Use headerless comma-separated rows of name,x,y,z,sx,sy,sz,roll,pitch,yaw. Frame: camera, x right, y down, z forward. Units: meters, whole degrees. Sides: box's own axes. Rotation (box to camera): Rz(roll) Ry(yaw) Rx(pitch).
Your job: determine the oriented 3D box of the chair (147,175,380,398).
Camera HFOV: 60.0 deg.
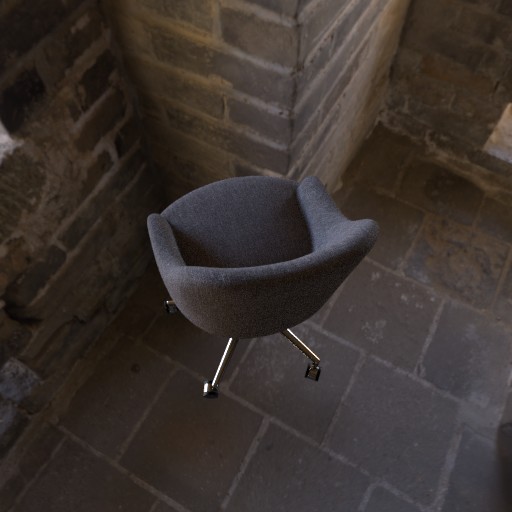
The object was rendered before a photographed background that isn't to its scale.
chair,0.000,0.000,1.390,0.671,0.950,0.712,-15,59,-9
